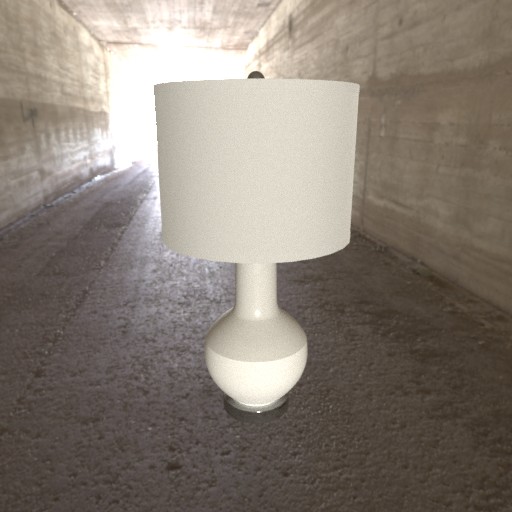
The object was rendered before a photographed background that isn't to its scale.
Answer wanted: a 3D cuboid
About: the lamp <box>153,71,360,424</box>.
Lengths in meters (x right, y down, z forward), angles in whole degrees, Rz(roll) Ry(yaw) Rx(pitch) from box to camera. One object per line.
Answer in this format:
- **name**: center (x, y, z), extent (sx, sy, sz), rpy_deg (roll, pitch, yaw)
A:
- **lamp**: center (0.000, 0.000, 0.869), extent (0.357, 0.673, 0.357), rpy_deg (-16, 24, -42)
